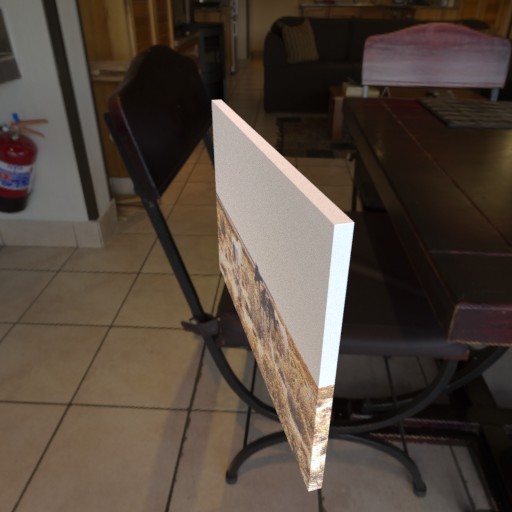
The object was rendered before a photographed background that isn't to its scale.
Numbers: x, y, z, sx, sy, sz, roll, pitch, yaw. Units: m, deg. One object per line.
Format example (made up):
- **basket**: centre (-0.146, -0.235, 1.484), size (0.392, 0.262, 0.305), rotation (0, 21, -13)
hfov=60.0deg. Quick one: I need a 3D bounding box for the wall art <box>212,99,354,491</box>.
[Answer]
- **wall art**: centre (0.000, 0.000, 1.908), size (0.051, 1.016, 1.520), rotation (-8, 31, -13)
